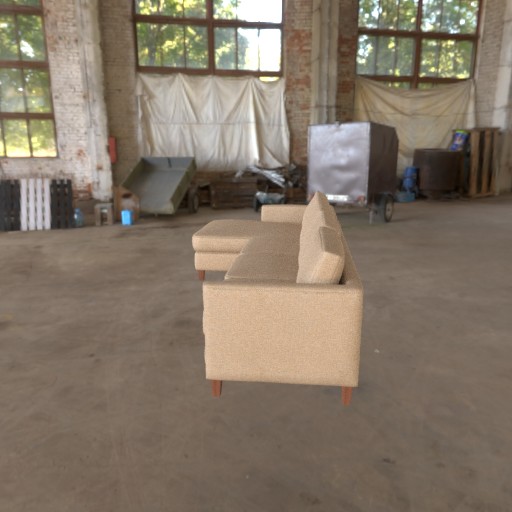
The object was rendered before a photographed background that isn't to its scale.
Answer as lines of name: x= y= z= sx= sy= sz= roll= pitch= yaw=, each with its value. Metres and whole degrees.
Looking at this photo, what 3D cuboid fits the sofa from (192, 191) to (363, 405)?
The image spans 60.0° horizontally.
sofa: x=0.000 y=0.000 z=3.915 sx=1.502 sy=0.876 sz=3.201 roll=2 pitch=14 yaw=6
